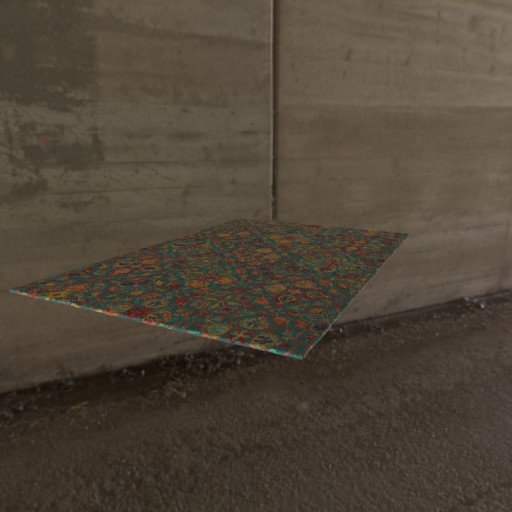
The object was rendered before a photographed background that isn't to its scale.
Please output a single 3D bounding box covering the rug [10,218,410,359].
[{"bbox_3d":[0.000,0.000,2.803,1.527,0.016,2.290,7,16,26],"label":"rug"}]
